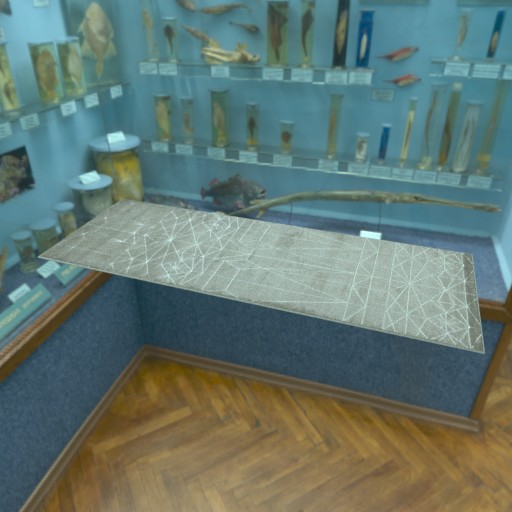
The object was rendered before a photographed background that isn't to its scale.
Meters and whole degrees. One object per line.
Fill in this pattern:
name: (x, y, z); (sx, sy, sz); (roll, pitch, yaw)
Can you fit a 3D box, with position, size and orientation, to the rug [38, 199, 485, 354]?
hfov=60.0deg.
rug: (0.000, 0.000, 2.590); (2.388, 0.012, 0.864); (10, 33, 16)
